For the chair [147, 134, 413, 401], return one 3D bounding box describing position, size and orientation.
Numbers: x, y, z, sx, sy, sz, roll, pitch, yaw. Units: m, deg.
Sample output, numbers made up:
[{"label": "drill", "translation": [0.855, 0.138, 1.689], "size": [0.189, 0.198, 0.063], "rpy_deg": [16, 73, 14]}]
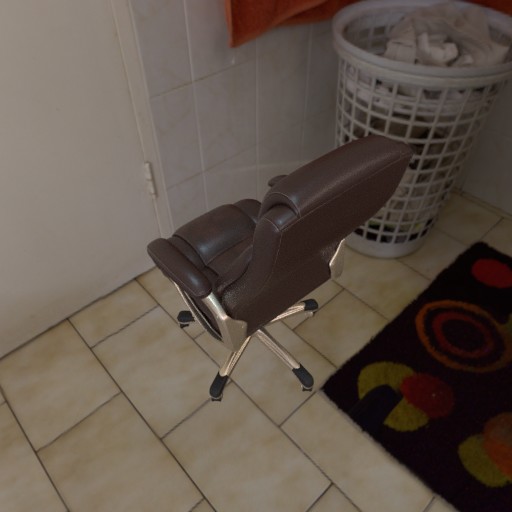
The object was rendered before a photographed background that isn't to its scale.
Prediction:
[{"label": "chair", "translation": [0.000, 0.000, 1.656], "size": [0.692, 1.194, 0.749], "rpy_deg": [-32, 54, -27]}]
